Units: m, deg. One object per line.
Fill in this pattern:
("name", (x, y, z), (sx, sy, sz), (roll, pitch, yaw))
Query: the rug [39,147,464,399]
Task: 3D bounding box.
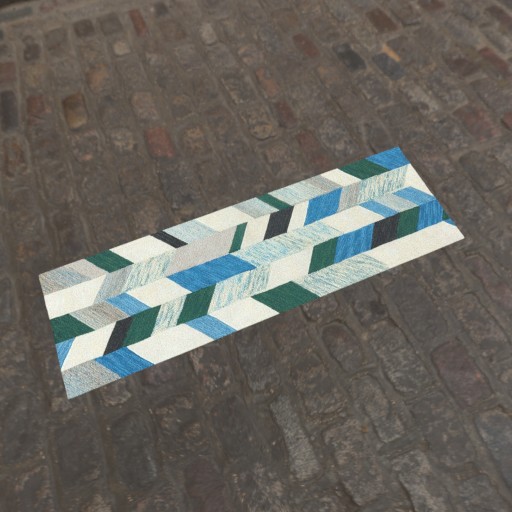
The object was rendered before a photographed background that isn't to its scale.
("rug", (0.000, 0.000, 2.645), (2.437, 0.008, 0.774), (-21, 65, -10))
